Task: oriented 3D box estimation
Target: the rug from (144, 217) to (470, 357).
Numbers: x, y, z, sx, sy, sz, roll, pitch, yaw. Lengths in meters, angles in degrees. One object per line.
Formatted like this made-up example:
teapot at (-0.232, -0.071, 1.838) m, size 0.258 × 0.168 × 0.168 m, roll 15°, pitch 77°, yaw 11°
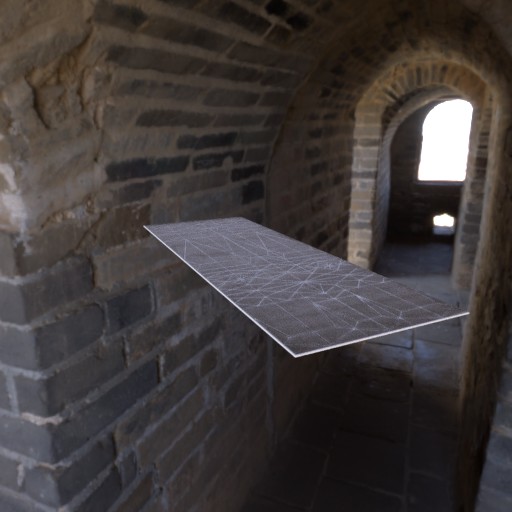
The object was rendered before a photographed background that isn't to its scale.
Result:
rug at (0.000, 0.000, 2.741) m, size 0.864 × 0.012 × 2.388 m, roll -8°, pitch 18°, yaw -25°
